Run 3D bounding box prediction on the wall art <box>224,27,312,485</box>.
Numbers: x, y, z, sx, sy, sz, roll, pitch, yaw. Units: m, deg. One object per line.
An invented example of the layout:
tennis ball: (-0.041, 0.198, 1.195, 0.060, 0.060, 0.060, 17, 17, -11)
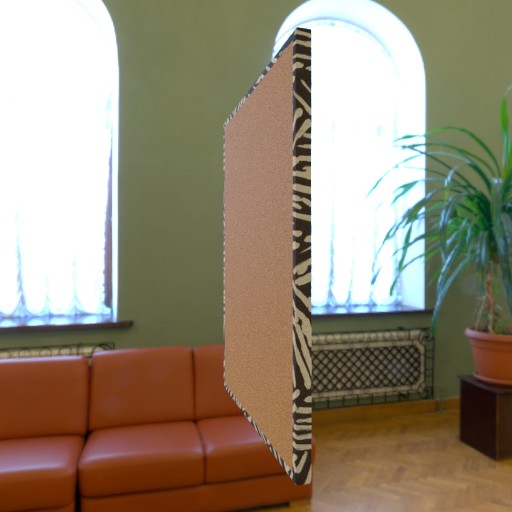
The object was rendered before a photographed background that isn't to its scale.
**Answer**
wall art: (0.000, 0.000, 1.351, 0.038, 1.017, 0.765, 0, 0, -16)
